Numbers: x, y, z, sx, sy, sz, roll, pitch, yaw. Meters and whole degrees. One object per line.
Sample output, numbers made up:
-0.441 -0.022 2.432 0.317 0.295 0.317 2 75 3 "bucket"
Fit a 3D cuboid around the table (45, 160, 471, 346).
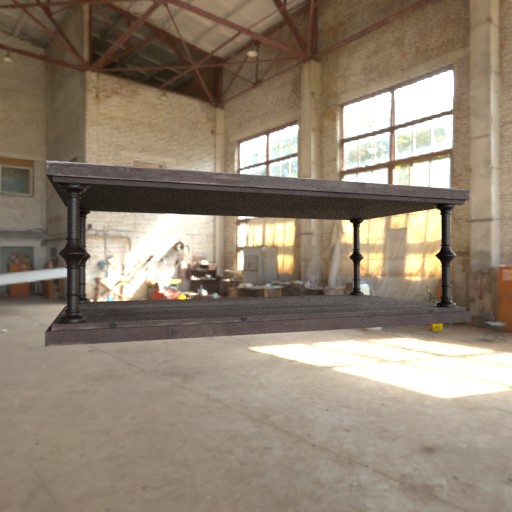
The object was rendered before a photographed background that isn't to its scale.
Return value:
0.000 0.000 1.329 1.088 0.373 0.554 0 -1 -19 "table"
